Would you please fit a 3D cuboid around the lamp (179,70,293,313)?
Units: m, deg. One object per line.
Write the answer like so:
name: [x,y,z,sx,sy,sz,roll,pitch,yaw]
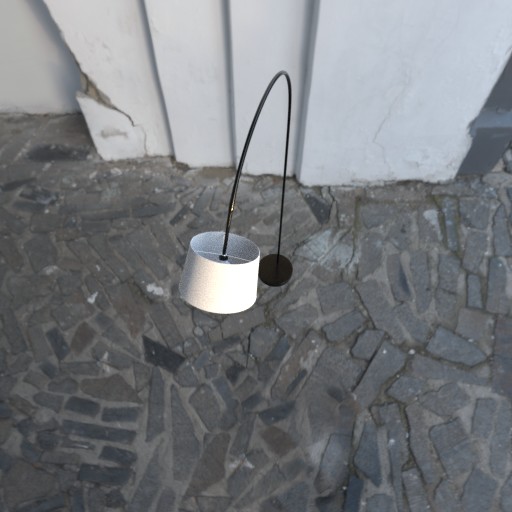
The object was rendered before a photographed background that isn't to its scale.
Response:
lamp: [0.000,0.000,2.622,0.331,2.104,1.363,15,59,9]
